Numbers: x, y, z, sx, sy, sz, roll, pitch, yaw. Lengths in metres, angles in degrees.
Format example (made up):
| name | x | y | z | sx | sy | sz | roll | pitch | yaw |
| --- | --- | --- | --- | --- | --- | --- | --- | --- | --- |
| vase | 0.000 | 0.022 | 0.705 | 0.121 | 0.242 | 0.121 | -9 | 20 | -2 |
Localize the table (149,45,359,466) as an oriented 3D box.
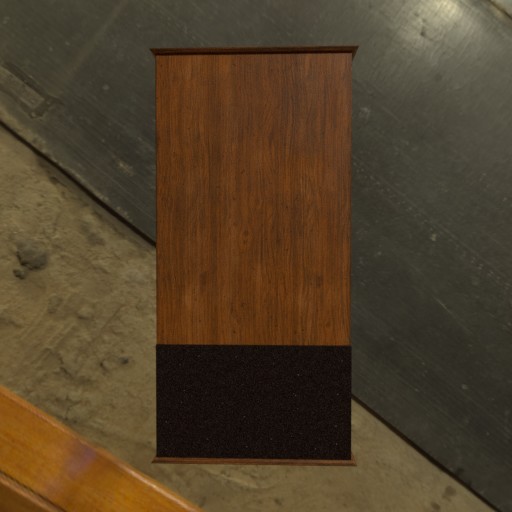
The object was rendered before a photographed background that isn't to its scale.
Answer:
| name | x | y | z | sx | sy | sz | roll | pitch | yaw |
| --- | --- | --- | --- | --- | --- | --- | --- | --- | --- |
| table | 0.000 | 0.000 | 1.548 | 0.610 | 0.508 | 1.221 | 0 | 91 | 2 |
